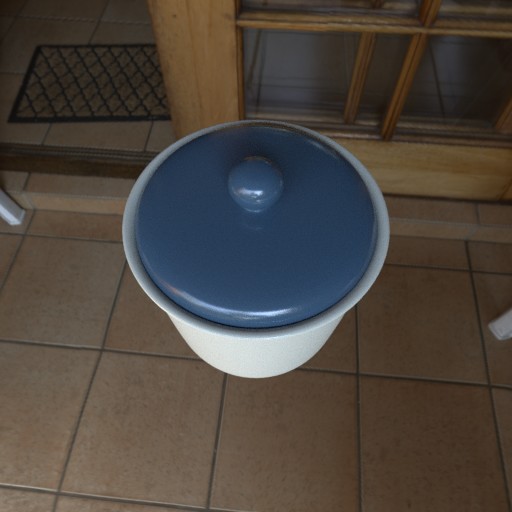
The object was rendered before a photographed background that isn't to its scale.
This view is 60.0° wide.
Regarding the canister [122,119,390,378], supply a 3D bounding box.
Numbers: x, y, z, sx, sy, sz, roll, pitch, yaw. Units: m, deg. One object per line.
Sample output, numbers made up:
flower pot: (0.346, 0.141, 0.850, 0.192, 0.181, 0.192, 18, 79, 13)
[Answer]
canister: (0.000, 0.000, 0.355, 0.182, 0.208, 0.182, 0, 60, 0)
